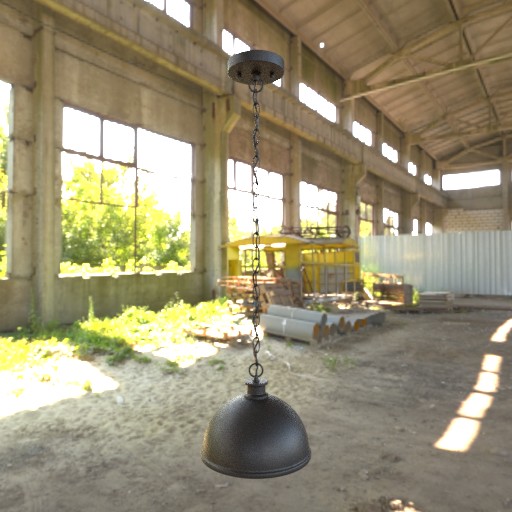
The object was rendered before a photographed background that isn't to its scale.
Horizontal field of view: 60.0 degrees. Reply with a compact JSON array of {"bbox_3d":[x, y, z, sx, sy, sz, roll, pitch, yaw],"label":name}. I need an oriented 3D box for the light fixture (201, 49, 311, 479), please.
[{"bbox_3d":[0.000,0.000,1.240,0.304,1.090,0.304,0,-1,0],"label":"light fixture"}]
